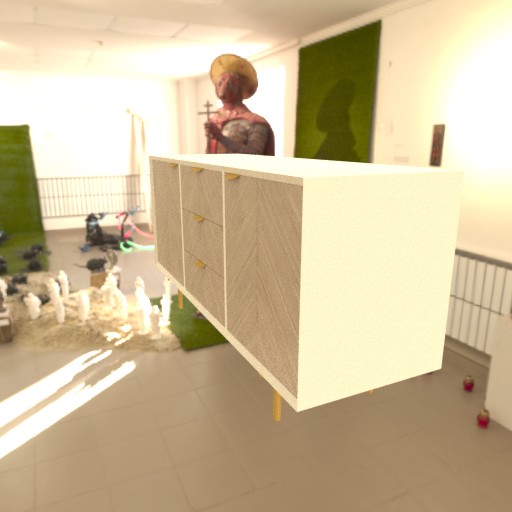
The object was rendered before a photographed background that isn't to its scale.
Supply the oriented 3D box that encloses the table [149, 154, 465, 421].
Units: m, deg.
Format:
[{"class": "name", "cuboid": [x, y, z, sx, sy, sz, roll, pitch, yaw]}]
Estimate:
[{"class": "table", "cuboid": [0.000, 0.000, 1.825, 0.508, 0.769, 1.500, -7, 16, -25]}]
